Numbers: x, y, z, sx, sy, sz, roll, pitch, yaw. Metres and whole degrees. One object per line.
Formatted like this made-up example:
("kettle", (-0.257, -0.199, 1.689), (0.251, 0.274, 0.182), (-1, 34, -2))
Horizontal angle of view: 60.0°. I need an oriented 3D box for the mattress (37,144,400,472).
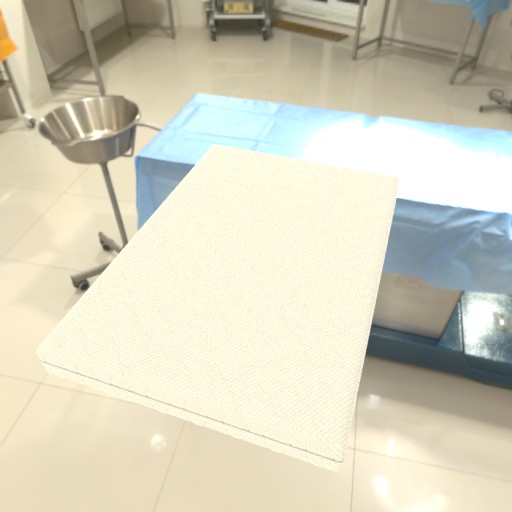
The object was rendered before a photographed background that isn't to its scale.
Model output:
("mattress", (0.000, 0.000, 2.547), (1.400, 0.200, 2.000), (13, 44, 14))
